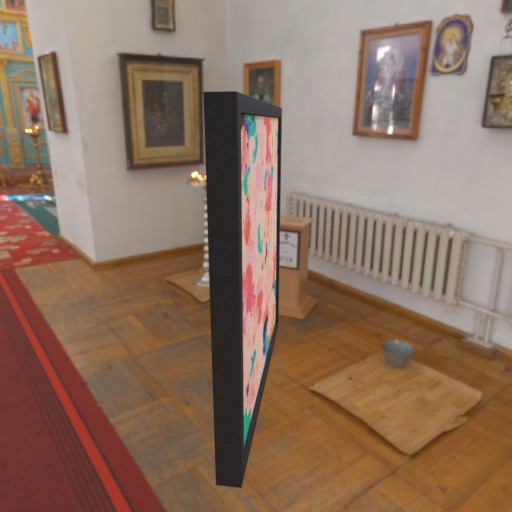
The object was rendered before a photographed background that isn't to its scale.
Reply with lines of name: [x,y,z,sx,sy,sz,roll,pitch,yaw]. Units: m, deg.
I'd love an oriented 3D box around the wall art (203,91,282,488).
wall art: [0.000,0.000,0.769,0.036,0.503,0.506,2,17,8]
